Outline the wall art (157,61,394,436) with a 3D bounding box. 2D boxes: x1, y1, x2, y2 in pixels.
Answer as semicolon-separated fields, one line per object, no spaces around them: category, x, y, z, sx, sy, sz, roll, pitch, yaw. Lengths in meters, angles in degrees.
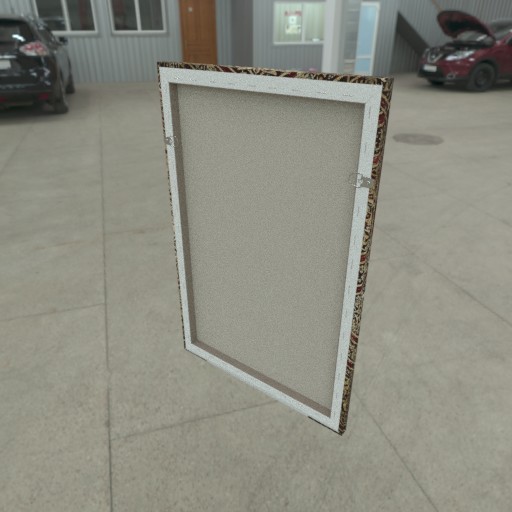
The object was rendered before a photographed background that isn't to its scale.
wall art;0.000;0.000;1.156;0.599;0.904;0.030;20;34;32
